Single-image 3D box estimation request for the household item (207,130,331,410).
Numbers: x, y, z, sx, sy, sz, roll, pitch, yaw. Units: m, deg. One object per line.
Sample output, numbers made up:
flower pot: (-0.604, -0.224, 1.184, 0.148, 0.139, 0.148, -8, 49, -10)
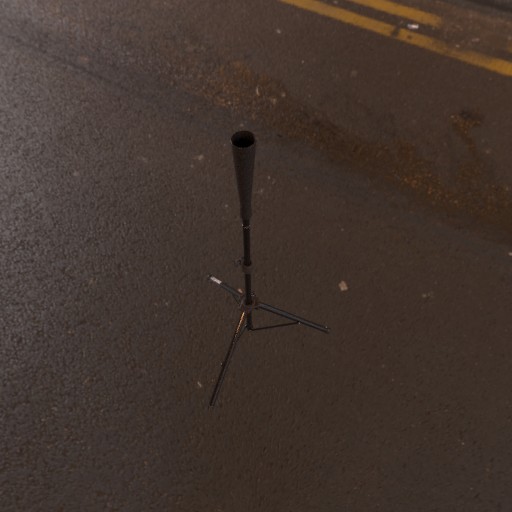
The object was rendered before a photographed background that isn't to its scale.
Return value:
household item: (0.000, 0.000, 1.386, 0.559, 1.067, 0.559, -16, 59, -10)
